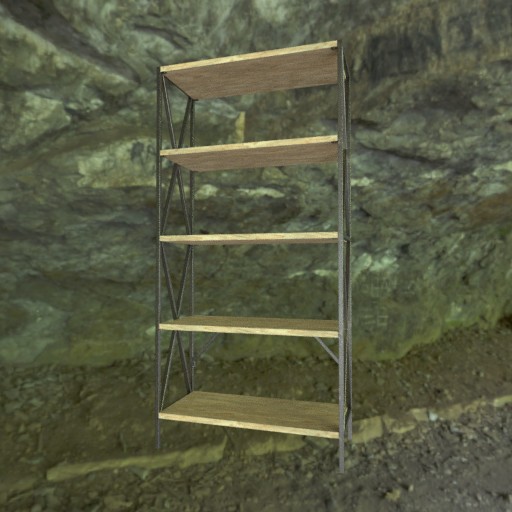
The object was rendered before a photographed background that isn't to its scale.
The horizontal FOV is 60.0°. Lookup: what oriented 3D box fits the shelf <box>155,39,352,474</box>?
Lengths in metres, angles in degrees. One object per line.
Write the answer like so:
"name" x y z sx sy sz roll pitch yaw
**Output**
"shelf" 0.000 0.000 2.153 0.874 1.803 0.386 0 -1 17
